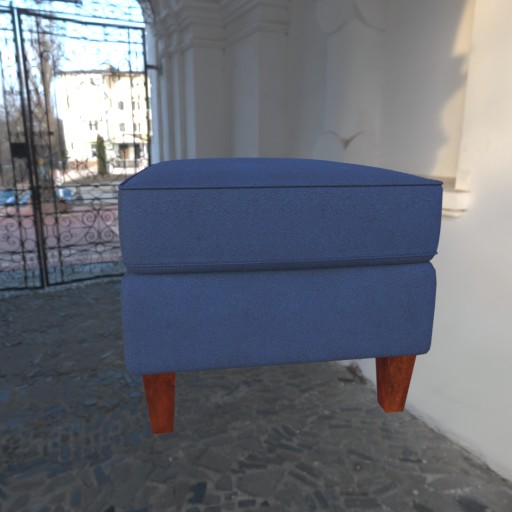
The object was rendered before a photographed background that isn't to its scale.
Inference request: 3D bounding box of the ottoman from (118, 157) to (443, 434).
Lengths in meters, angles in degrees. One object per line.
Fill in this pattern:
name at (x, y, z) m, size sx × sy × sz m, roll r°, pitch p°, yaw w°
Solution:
ottoman at (0.000, 0.000, 1.372) m, size 0.686 × 0.584 × 0.965 m, roll -2°, pitch 14°, yaw -8°
